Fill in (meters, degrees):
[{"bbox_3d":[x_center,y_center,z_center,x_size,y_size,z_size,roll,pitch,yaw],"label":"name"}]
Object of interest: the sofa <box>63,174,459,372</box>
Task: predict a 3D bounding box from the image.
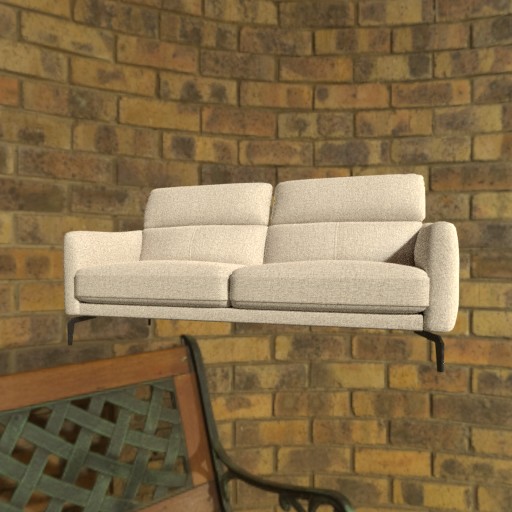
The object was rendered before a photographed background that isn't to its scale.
[{"bbox_3d":[0.000,0.000,2.462,2.015,0.956,0.856,0,-1,18],"label":"sofa"}]
